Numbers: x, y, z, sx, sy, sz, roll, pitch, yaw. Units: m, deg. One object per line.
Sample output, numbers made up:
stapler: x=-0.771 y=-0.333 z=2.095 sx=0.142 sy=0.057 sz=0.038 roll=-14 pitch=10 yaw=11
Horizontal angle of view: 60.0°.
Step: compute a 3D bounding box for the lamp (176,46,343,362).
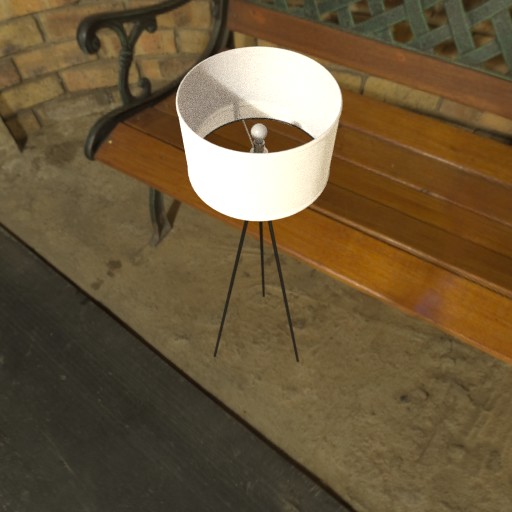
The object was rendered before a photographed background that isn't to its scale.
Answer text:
lamp: x=0.000 y=0.000 z=1.752 sx=0.448 sy=1.545 sz=0.458 roll=0 pitch=57 yaw=0
